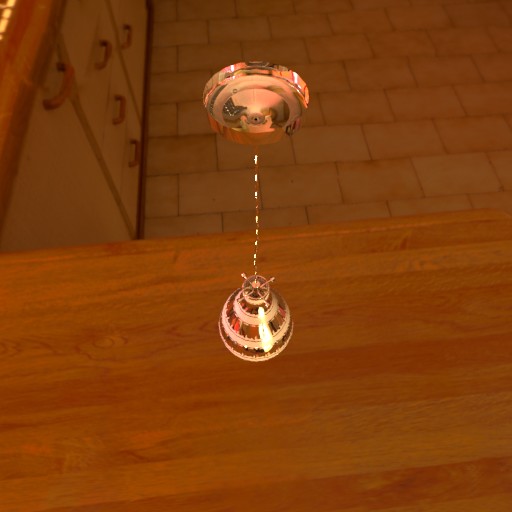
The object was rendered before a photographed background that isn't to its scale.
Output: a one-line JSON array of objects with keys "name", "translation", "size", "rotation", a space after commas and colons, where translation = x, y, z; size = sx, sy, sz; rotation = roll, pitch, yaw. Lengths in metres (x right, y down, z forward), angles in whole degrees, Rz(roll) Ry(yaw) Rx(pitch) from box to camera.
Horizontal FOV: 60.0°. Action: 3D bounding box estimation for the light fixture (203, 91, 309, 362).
[{"name": "light fixture", "translation": [0.000, 0.000, 1.659], "size": [0.374, 1.457, 0.374], "rotation": [-32, 64, -18]}]
